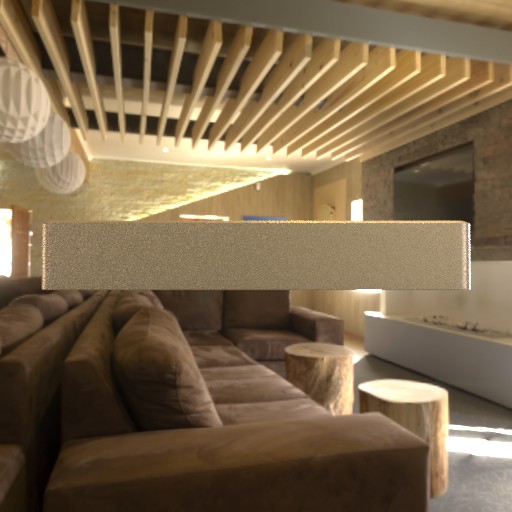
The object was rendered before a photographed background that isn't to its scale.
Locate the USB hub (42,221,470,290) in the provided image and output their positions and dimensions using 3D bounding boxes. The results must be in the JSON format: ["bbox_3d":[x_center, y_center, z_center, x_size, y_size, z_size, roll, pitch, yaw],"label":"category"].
[{"bbox_3d":[0.000,0.000,0.168,0.145,0.023,0.044,0,-1,0],"label":"USB hub"}]
